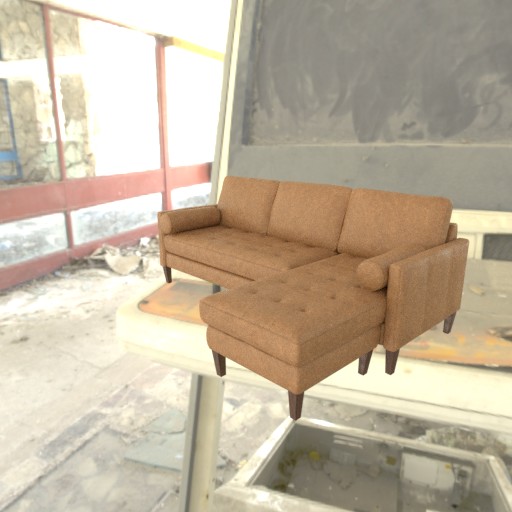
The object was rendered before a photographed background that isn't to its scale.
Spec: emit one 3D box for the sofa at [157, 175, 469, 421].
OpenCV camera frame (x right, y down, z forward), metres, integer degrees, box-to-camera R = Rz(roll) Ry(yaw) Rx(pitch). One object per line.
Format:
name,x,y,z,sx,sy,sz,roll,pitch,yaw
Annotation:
sofa,0.000,0.000,2.957,1.506,0.876,2.178,-15,21,-42
